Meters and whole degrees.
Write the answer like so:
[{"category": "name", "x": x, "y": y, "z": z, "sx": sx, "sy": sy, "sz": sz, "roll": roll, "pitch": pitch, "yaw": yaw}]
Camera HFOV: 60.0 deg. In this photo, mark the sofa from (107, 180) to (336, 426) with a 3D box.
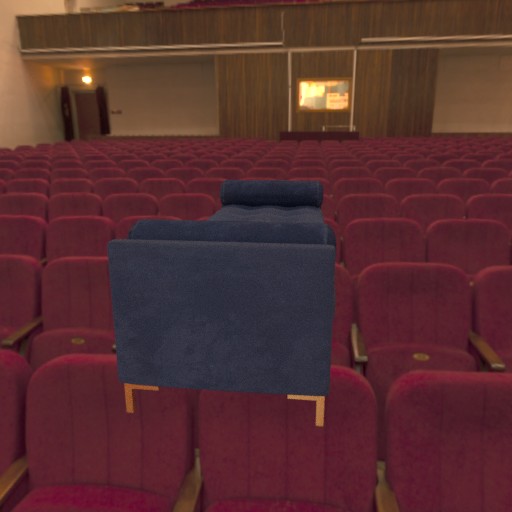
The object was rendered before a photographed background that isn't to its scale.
[{"category": "sofa", "x": 0.000, "y": 0.000, "z": 2.519, "sx": 0.796, "sy": 0.705, "sz": 2.102, "roll": 2, "pitch": 15, "yaw": 7}]
